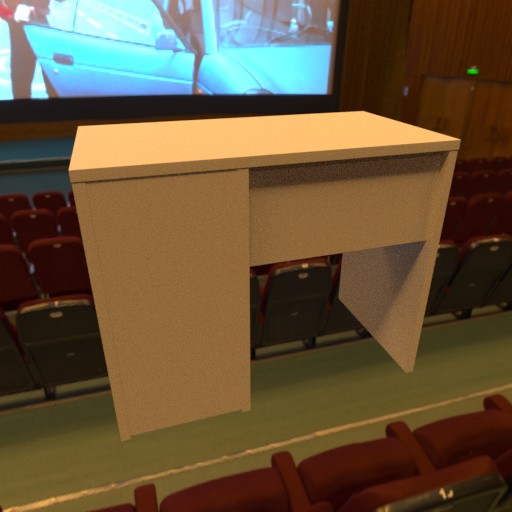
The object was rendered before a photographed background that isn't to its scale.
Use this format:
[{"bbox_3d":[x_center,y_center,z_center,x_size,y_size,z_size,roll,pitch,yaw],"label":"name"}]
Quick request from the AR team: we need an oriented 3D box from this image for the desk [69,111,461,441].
[{"bbox_3d":[0.000,0.000,1.330,0.898,0.730,0.482,-8,28,-16],"label":"desk"}]
